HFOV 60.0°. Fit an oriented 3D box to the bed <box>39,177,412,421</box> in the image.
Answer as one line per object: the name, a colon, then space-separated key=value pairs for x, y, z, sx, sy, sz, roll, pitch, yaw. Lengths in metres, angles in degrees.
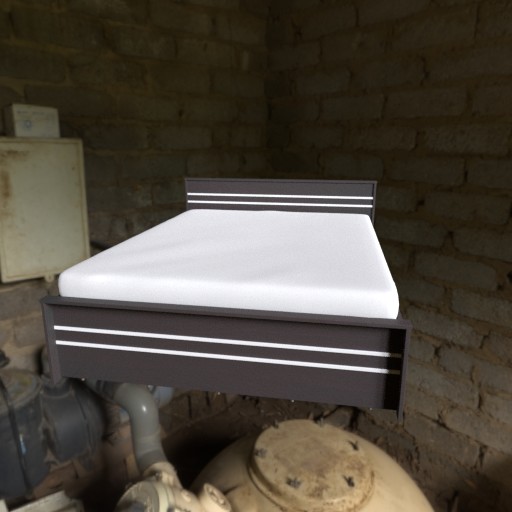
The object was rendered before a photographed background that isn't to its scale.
bed: x=0.000 y=0.000 z=2.892 sx=1.634 sy=0.808 sz=2.103 roll=3 pitch=15 yaw=10
